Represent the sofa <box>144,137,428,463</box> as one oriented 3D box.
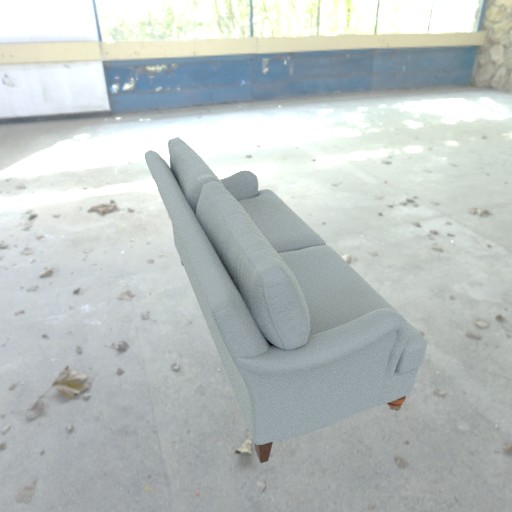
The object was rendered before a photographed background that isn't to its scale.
[{"bbox_3d":[0.000,0.000,2.840,1.069,1.096,2.193,-10,31,-17],"label":"sofa"}]
